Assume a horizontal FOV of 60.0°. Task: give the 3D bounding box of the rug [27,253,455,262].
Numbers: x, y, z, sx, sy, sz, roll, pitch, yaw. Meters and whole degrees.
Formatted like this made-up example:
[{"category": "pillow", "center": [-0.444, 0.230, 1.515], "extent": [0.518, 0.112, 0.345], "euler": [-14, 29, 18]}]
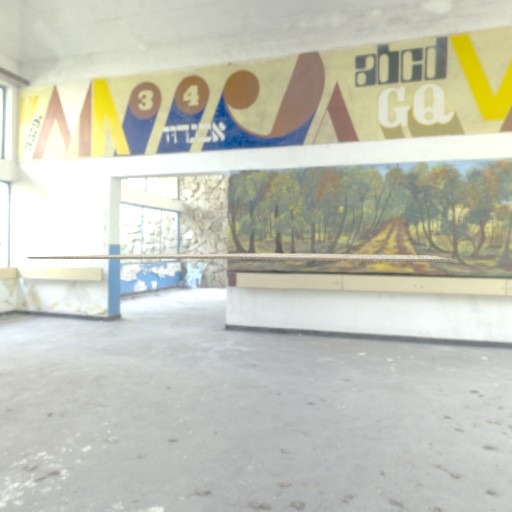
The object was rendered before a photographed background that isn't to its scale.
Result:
[{"category": "rug", "center": [0.000, 0.000, 2.966], "extent": [2.283, 0.030, 1.596], "euler": [0, 1, 18]}]
